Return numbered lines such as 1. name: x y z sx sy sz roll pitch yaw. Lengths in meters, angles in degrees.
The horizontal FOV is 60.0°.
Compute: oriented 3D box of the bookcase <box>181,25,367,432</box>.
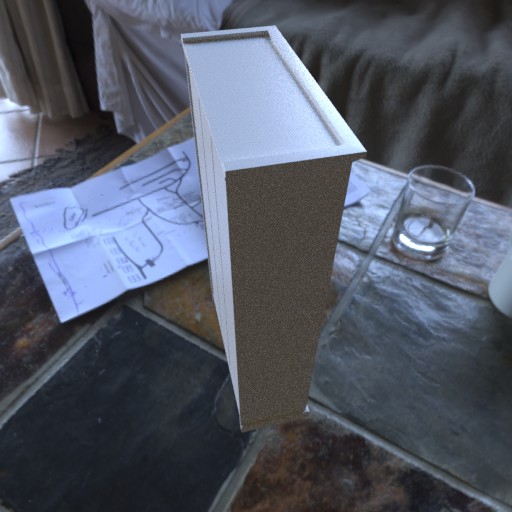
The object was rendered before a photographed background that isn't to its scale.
1. bookcase: 0.000 0.000 2.323 0.432 1.880 1.050 -10 47 -9
